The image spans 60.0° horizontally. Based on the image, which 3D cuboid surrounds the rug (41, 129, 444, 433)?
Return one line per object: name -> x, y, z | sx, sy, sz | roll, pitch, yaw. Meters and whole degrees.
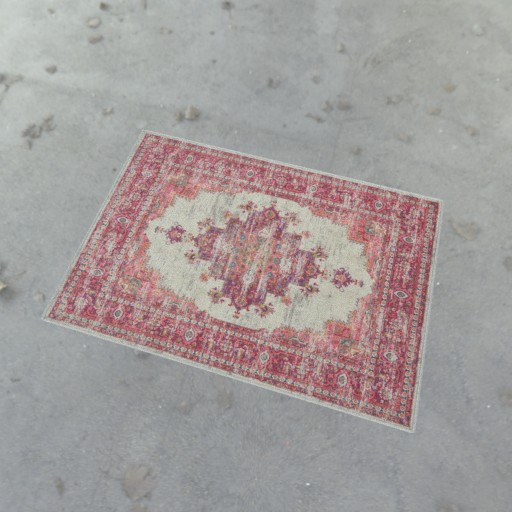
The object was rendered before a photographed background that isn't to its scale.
rug -> 0.000, 0.000, 2.229 | 1.747, 0.011, 1.217 | 15, 64, 7
